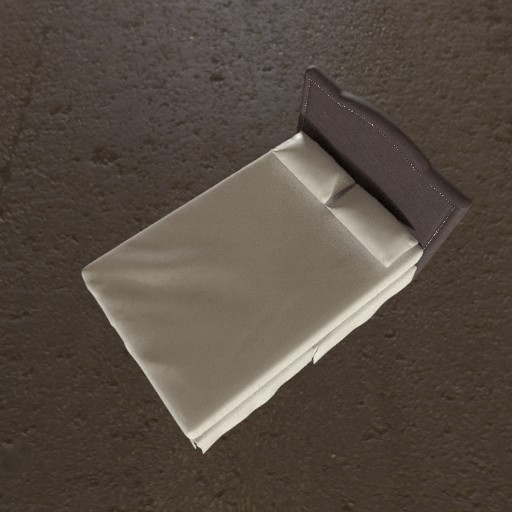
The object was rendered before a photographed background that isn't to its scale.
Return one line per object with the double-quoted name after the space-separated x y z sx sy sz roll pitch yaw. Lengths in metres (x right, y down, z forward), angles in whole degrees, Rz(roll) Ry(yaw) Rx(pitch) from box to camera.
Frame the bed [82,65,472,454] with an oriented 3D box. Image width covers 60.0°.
0.000 0.000 3.545 2.507 1.441 1.741 -35 69 -15 "bed"
